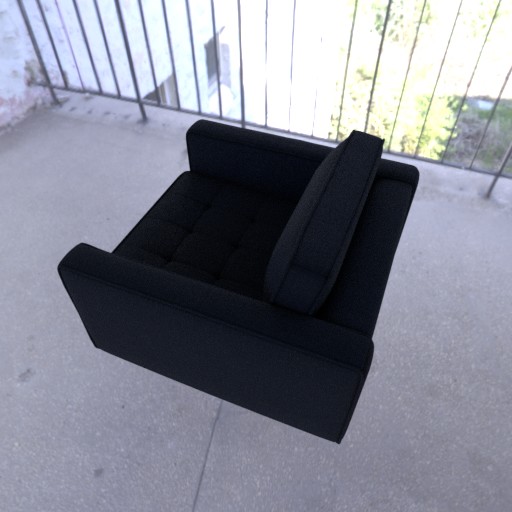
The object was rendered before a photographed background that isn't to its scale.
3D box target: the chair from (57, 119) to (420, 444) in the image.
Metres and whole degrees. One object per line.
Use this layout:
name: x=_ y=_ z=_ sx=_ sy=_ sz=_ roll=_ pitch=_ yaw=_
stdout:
chair: x=0.000 y=0.000 z=1.566 sx=0.920 sy=0.770 sz=0.899 roll=17 pitch=49 yaw=15
